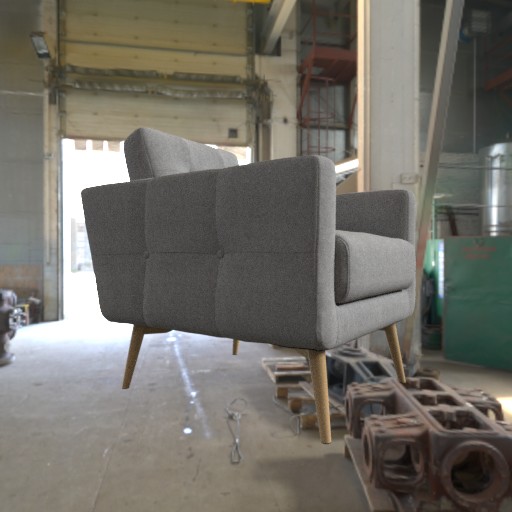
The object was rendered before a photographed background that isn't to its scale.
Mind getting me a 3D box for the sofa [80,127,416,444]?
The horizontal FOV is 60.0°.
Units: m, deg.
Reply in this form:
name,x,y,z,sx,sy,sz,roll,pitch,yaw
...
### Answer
name,x,y,z,sx,sy,sz,roll,pitch,yaw
sofa,0.000,0.000,1.503,0.920,0.860,0.770,0,1,35
